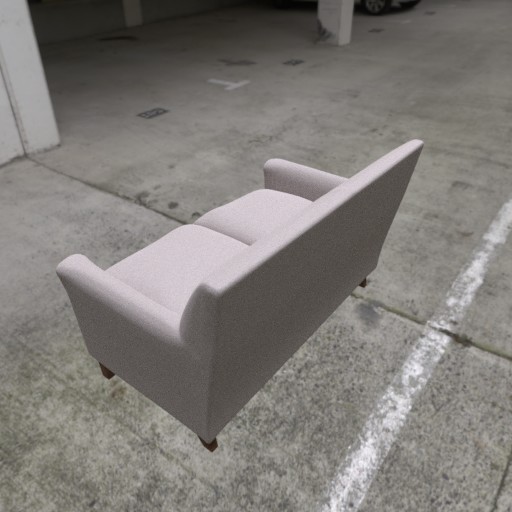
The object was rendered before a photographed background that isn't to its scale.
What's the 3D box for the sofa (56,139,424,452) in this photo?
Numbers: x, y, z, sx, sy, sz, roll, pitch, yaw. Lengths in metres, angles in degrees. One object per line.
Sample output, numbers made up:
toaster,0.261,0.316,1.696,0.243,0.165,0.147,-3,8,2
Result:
sofa,0.000,0.000,2.059,0.888,0.890,1.482,22,39,31
